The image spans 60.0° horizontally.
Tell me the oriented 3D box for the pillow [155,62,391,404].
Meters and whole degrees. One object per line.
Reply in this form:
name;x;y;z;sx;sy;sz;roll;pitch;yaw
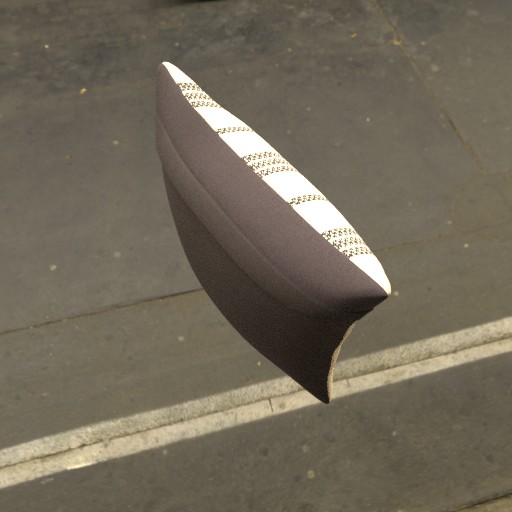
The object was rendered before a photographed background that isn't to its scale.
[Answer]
pillow;0.000;0.000;0.643;0.173;0.406;0.405;-32;64;-18
